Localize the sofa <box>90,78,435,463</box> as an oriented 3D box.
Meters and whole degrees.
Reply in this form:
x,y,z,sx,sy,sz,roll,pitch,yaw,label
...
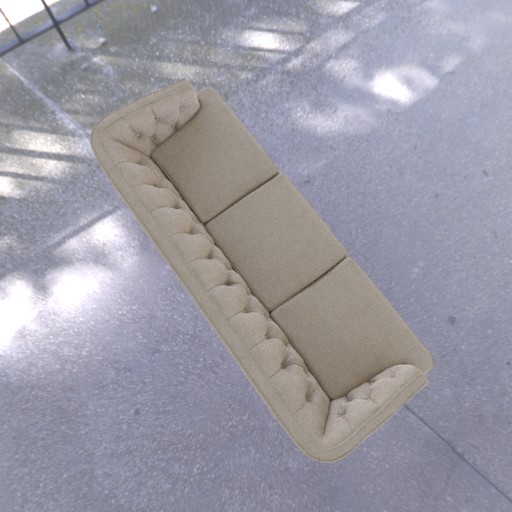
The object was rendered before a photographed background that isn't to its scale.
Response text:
x,y,z,sx,sy,sz,roll,pitch,yaw,label
0.000,0.000,2.683,0.913,0.788,2.235,-35,78,-9,sofa
